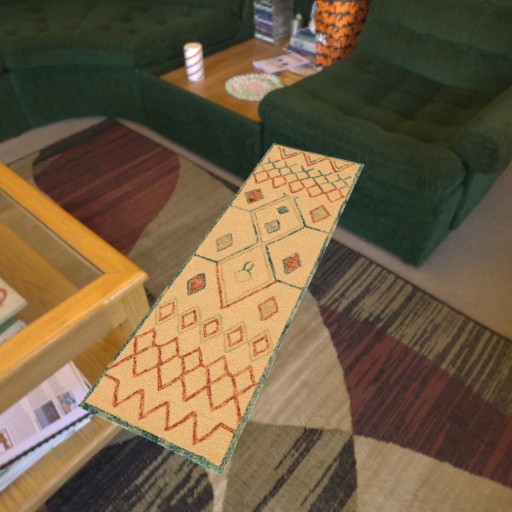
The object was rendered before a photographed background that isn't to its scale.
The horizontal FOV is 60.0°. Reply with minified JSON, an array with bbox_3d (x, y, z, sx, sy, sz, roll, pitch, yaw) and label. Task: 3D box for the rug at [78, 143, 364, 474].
[{"bbox_3d":[0.000,0.000,2.728,0.750,0.011,2.435,17,49,16],"label":"rug"}]
